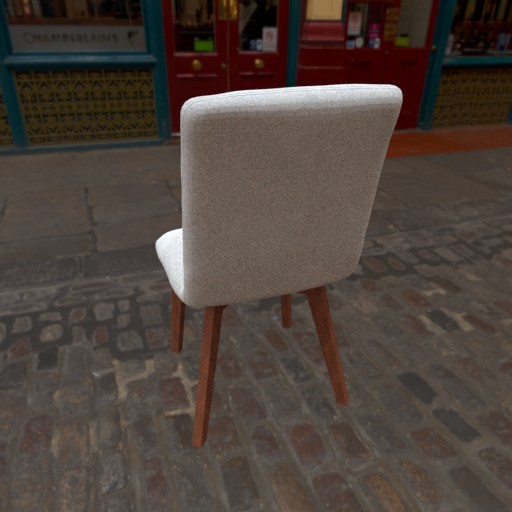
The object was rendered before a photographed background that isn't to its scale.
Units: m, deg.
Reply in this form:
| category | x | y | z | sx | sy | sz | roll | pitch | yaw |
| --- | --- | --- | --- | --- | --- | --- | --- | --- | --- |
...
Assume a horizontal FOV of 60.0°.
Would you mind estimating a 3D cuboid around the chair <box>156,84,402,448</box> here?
| category | x | y | z | sx | sy | sz | roll | pitch | yaw |
| --- | --- | --- | --- | --- | --- | --- | --- | --- | --- |
| chair | 0.000 | 0.000 | 1.280 | 0.522 | 0.974 | 0.563 | -9 | 29 | -17 |
